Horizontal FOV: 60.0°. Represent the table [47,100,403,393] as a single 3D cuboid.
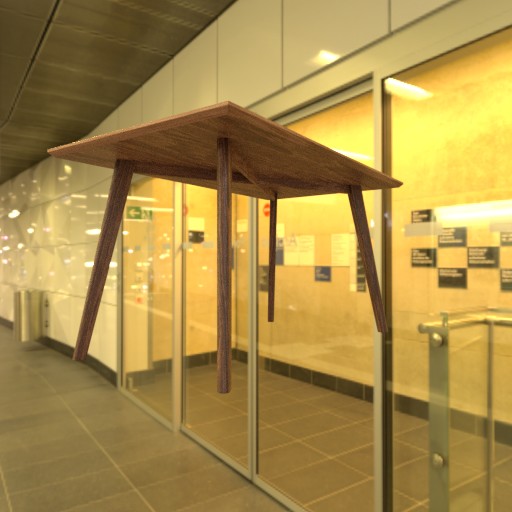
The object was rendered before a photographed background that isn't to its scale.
[{"bbox_3d":[0.000,0.000,1.836,0.801,0.724,1.349,-1,-1,36],"label":"table"}]
